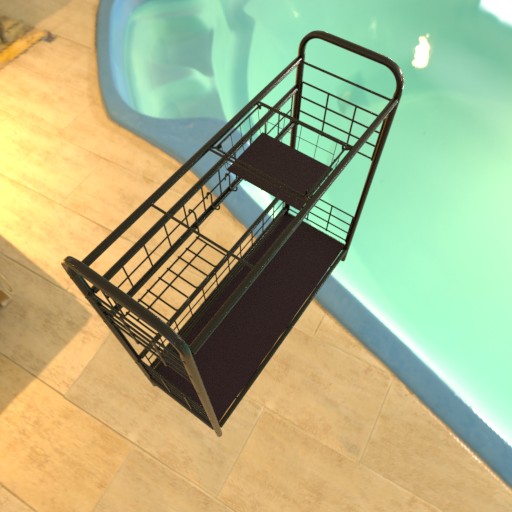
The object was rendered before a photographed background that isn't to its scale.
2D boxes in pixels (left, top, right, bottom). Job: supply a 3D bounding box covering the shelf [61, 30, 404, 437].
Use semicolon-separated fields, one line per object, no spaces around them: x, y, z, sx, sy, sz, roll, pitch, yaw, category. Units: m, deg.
0.000;0.000;1.479;0.350;1.026;0.961;31;64;17;shelf
